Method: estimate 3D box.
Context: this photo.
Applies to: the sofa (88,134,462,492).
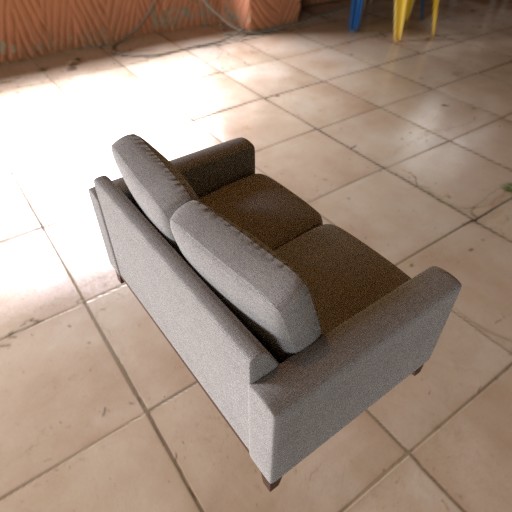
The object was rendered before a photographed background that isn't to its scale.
[{"bbox_3d":[0.000,0.000,1.951,0.917,0.873,1.420,-26,48,-26],"label":"sofa"}]
